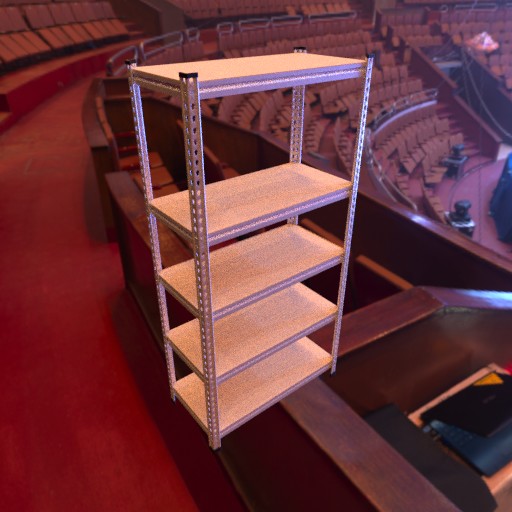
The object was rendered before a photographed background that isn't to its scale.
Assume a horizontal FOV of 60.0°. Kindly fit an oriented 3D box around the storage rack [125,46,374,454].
[{"bbox_3d":[0.000,0.000,2.220,0.914,1.829,0.457,-22,36,-32],"label":"storage rack"}]
